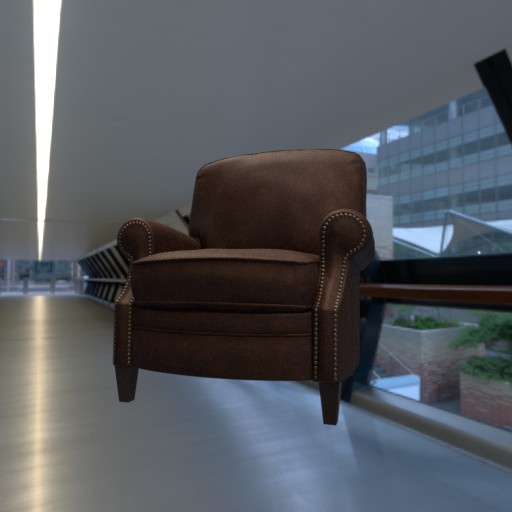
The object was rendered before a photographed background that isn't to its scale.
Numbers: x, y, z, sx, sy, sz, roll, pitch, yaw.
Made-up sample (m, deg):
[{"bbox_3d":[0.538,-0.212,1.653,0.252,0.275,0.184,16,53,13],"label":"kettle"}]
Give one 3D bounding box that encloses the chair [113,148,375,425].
[{"bbox_3d":[0.000,0.000,1.780,0.936,1.018,0.986,-1,-2,18],"label":"chair"}]
